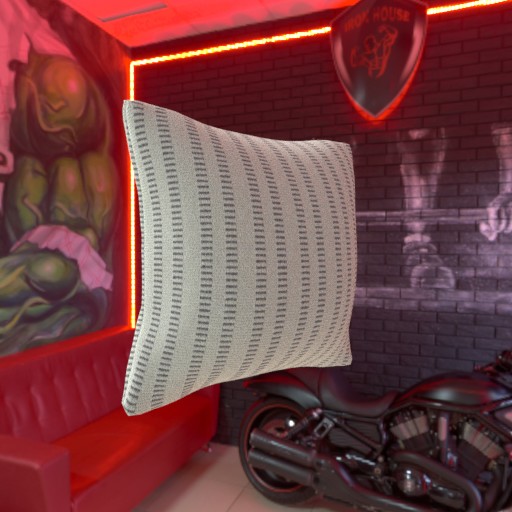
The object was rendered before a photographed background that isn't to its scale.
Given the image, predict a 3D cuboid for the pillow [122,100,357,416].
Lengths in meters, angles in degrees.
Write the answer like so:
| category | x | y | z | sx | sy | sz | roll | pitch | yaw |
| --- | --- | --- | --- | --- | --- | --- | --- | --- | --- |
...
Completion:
| category | x | y | z | sx | sy | sz | roll | pitch | yaw |
| --- | --- | --- | --- | --- | --- | --- | --- | --- | --- |
| pillow | 0.000 | 0.000 | 0.710 | 0.438 | 0.419 | 0.247 | -1 | 2 | -36 |
